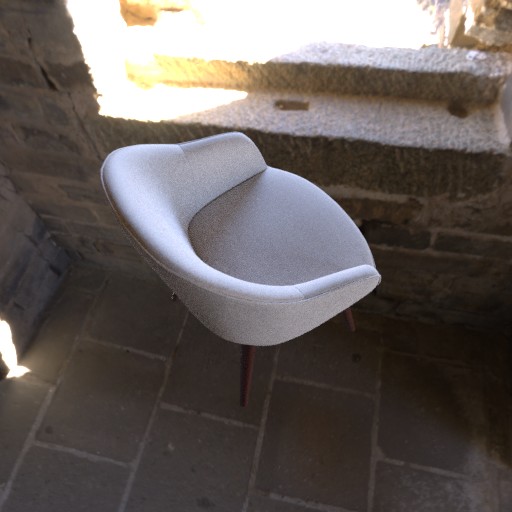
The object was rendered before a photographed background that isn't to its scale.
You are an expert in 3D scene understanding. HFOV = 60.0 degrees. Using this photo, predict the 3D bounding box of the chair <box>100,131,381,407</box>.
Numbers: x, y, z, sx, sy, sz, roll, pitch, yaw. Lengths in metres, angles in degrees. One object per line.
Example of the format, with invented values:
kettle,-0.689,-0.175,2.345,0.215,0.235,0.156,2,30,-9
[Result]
chair,0.000,0.000,1.272,0.635,0.823,0.596,-30,62,-18
